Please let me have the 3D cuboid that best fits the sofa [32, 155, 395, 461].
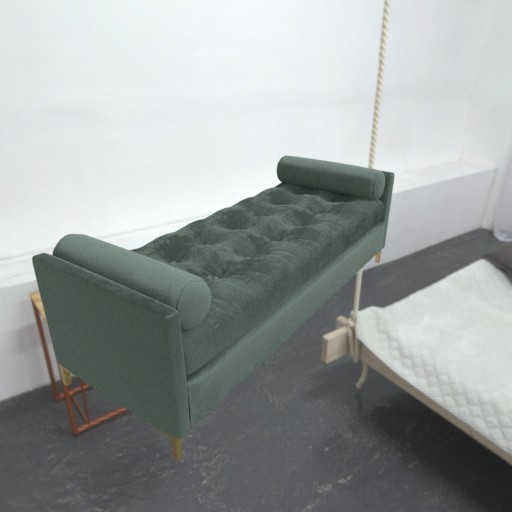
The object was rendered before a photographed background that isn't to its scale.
[{"bbox_3d":[0.000,0.000,2.472,0.796,0.705,2.102,17,31,31],"label":"sofa"}]
